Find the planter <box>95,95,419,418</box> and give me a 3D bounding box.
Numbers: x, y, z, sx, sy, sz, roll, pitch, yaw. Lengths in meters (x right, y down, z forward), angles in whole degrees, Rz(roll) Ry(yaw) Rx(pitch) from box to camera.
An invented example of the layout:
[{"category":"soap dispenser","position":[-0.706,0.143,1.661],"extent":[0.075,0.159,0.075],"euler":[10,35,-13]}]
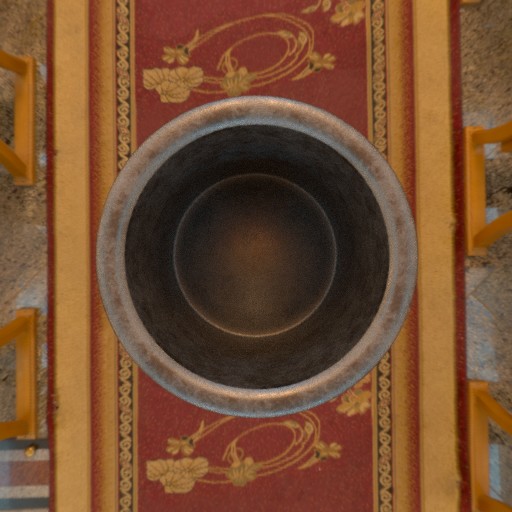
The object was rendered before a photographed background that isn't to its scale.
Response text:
[{"category":"planter","position":[0.000,0.000,0.223],"extent":[0.125,0.112,0.125],"euler":[0,90,-1]}]
